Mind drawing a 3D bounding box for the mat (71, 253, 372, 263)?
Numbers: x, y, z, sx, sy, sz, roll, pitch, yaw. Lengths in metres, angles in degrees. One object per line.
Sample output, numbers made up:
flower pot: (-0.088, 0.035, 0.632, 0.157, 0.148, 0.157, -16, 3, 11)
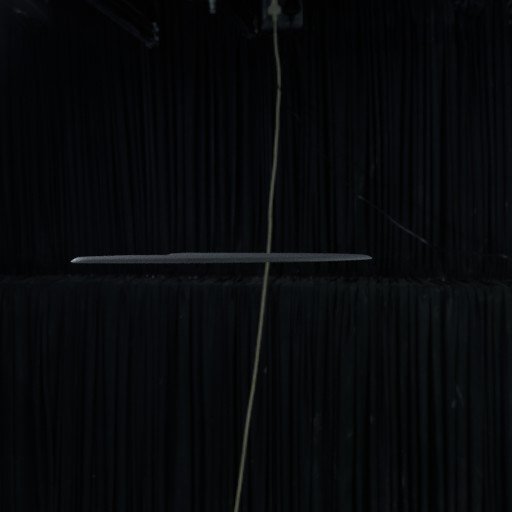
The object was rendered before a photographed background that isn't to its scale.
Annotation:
mat: (0.000, 0.000, 1.844, 0.917, 0.016, 1.525, 0, 1, 1)
